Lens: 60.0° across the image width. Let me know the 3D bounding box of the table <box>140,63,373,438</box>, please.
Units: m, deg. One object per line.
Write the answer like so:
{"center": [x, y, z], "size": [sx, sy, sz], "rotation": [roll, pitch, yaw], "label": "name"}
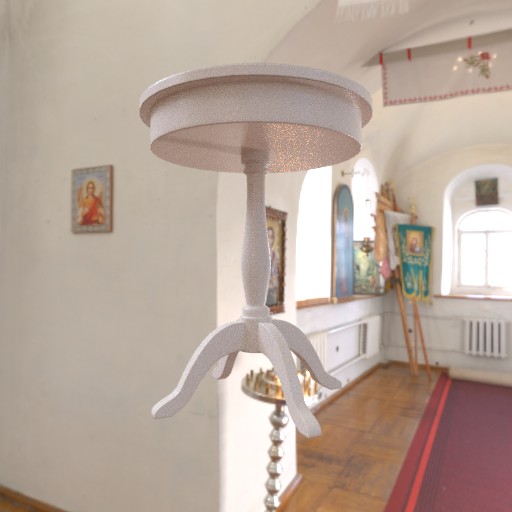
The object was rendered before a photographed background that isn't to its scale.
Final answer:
{"center": [0.000, 0.000, 1.005], "size": [0.513, 0.653, 0.513], "rotation": [0, 0, 0], "label": "table"}
